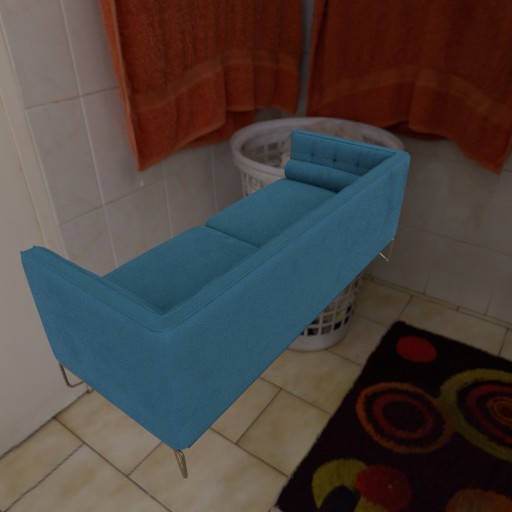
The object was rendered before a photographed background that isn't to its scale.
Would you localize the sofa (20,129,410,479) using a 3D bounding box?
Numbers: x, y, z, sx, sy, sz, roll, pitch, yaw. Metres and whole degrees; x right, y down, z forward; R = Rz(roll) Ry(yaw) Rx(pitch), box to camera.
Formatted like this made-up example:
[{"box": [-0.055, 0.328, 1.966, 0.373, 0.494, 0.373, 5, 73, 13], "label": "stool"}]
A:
[{"box": [0.000, 0.000, 2.448, 0.867, 0.789, 2.087, 22, 39, 31], "label": "sofa"}]
